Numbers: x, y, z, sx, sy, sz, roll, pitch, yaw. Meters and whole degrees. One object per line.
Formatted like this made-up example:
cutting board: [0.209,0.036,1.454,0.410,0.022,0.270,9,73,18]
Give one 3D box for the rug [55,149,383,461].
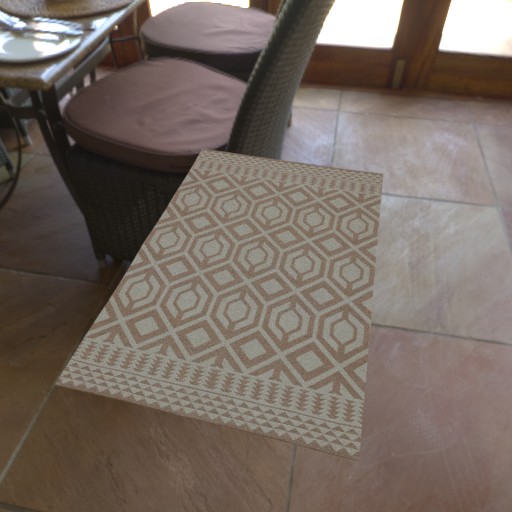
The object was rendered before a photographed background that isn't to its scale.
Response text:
rug: [0.000,0.000,2.314,1.219,0.008,1.829,10,46,10]
